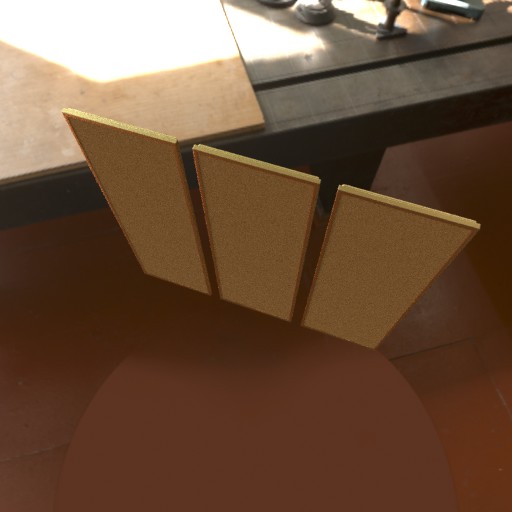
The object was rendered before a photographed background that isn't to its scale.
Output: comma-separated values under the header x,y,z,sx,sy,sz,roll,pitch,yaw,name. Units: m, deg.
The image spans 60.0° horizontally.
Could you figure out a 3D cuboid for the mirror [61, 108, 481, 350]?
x,y,z,sx,sy,sz,roll,pitch,yaw,name
0.000,0.000,1.428,1.011,0.926,0.023,17,64,9,mirror
